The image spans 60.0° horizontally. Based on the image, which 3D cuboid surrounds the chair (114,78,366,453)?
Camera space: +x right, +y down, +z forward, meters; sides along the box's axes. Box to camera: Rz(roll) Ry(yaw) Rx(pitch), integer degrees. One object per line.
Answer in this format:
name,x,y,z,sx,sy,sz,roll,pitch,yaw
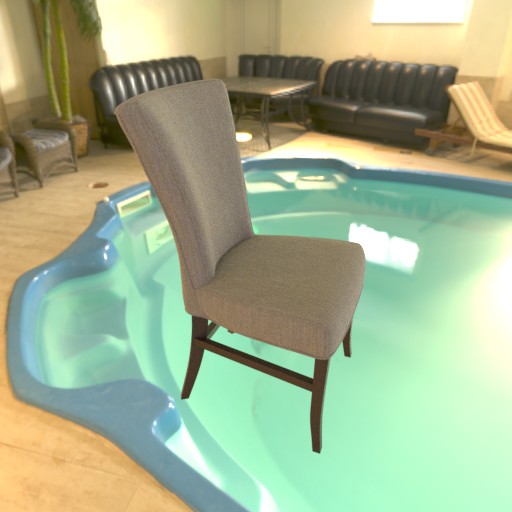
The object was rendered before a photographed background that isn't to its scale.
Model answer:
chair,0.000,0.000,1.409,0.660,0.991,0.520,11,30,19
